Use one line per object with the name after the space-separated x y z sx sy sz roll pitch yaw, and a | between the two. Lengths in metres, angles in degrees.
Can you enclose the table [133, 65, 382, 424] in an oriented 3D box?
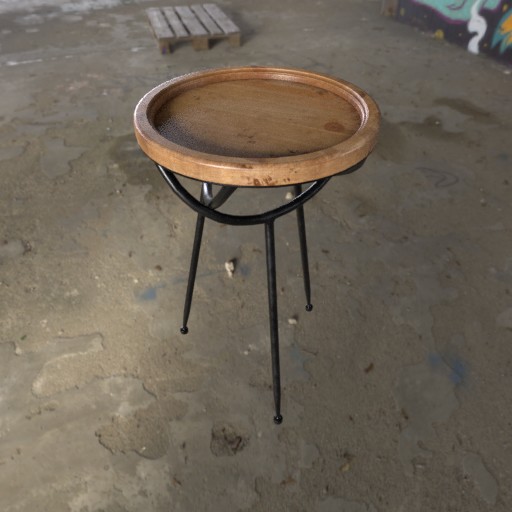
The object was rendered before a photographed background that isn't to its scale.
0.000 0.000 0.957 0.414 0.664 0.418 0 41 0 | table
